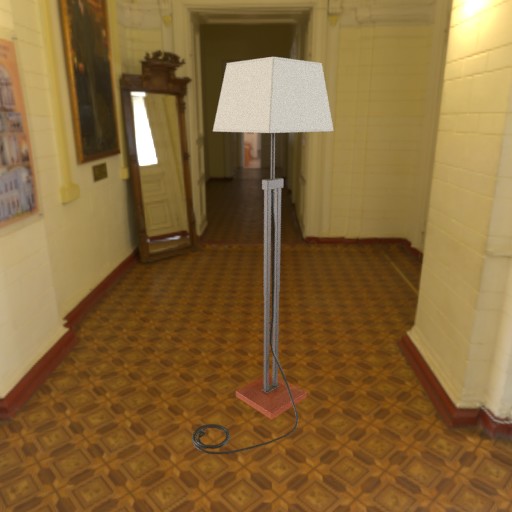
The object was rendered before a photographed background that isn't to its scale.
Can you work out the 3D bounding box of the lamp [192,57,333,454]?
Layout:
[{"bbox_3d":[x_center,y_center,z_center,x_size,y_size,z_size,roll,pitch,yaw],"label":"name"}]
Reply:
[{"bbox_3d":[0.000,0.000,2.036,0.745,1.712,0.472,-16,23,-41],"label":"lamp"}]
